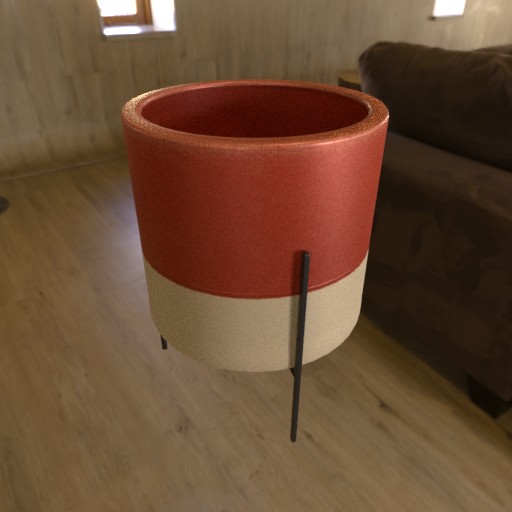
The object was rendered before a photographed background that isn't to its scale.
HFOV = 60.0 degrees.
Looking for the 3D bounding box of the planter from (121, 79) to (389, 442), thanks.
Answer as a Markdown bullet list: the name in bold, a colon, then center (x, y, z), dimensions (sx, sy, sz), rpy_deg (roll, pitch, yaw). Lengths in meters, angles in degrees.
- **planter**: center (0.000, 0.000, 0.699), dimensions (0.345, 0.465, 0.354), rpy_deg (-10, 33, -16)
